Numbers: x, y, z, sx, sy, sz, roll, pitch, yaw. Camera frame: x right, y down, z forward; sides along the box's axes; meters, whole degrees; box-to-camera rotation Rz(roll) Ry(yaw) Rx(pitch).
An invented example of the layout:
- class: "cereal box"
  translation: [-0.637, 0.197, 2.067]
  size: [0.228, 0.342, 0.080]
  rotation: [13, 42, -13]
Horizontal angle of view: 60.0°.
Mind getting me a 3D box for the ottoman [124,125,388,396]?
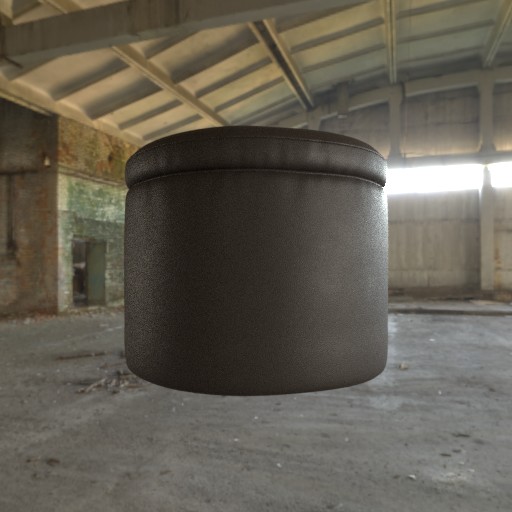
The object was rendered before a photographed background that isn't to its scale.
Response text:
- class: "ottoman"
  translation: [0.000, 0.000, 0.874]
  size: [0.500, 0.409, 0.500]
  rotation: [0, -1, 0]
